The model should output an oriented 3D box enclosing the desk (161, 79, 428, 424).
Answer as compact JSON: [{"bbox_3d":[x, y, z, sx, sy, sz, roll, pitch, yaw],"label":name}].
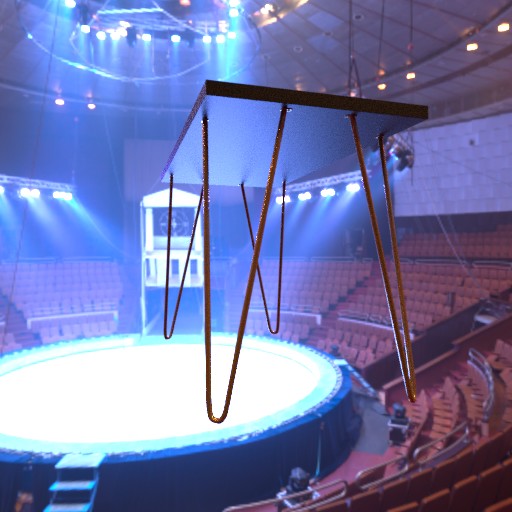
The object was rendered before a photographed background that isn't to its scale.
[{"bbox_3d":[0.000,0.000,1.383,0.499,0.660,0.991,0,0,-17],"label":"desk"}]
